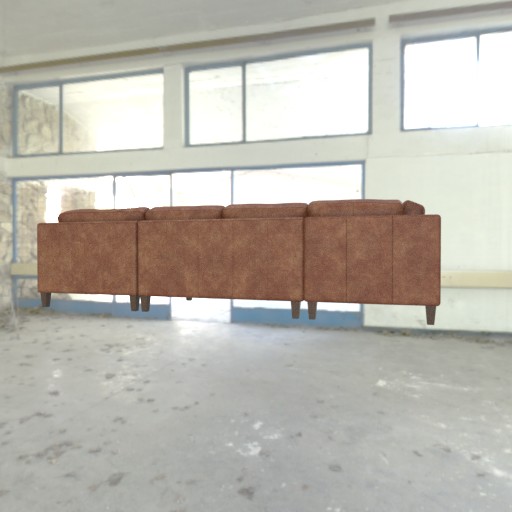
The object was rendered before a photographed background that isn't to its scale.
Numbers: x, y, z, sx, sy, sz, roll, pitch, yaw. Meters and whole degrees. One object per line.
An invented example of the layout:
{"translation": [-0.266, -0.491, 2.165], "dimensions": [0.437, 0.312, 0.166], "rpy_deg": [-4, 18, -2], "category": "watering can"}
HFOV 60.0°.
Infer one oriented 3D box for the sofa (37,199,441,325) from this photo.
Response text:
{"translation": [0.000, 0.000, 4.604], "dimensions": [3.324, 0.888, 2.452], "rpy_deg": [0, 1, 17], "category": "sofa"}
